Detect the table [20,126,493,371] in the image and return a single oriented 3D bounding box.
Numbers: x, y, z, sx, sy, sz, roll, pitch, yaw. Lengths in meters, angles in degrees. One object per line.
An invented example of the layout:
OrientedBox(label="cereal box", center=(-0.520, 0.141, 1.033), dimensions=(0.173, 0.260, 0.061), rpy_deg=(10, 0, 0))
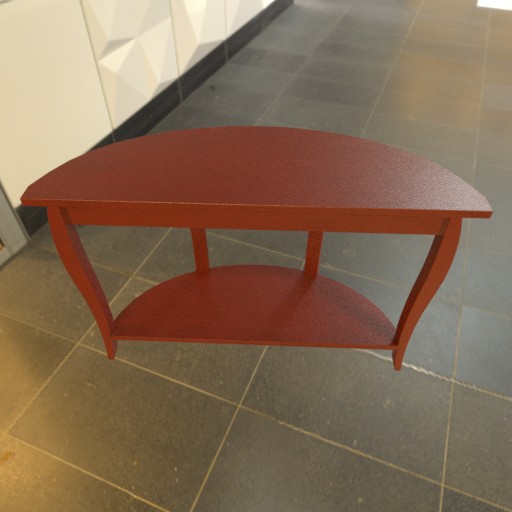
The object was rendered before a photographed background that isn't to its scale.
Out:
OrientedBox(label="table", center=(0.000, 0.000, 1.556), dimensions=(1.219, 0.779, 0.405), rpy_deg=(2, 45, 2))
